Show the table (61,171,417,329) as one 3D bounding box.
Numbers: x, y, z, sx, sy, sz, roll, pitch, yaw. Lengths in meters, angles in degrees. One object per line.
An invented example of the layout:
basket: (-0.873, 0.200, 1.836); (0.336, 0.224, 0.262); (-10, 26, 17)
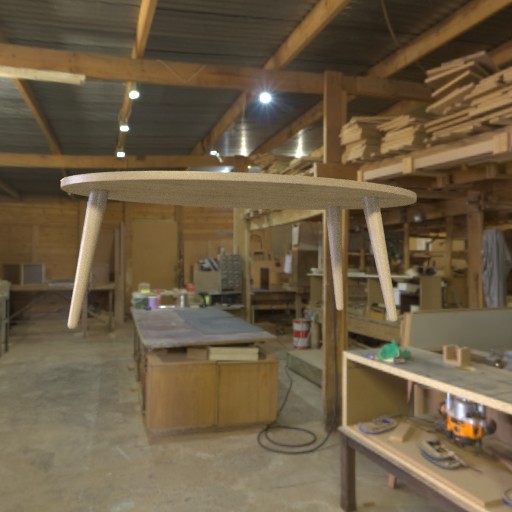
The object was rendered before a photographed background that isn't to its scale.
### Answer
table: (0.000, 0.000, 1.338); (1.083, 0.390, 0.542); (0, -1, -19)
